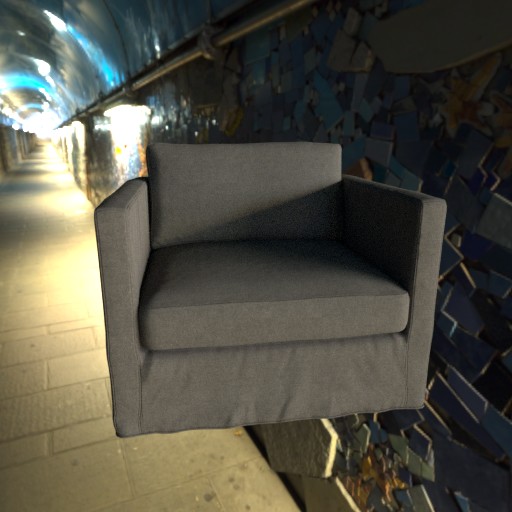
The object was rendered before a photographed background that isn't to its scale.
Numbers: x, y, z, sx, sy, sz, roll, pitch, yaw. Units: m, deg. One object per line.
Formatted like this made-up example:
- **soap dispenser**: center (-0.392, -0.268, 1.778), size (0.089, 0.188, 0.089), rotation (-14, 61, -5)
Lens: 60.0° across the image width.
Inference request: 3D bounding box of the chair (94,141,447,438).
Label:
- **chair**: center (0.000, 0.000, 1.750), size (1.057, 0.863, 0.949), rotation (-2, 16, -9)
